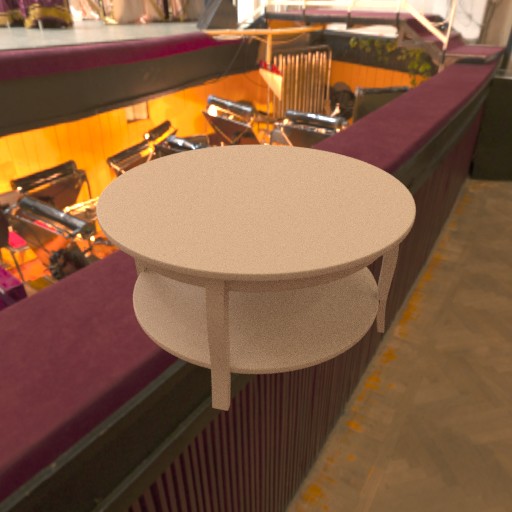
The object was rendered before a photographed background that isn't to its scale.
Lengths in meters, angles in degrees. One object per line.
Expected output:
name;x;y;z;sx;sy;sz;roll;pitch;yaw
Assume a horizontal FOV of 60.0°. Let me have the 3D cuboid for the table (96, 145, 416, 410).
table;0.000;0.000;1.437;0.910;0.457;0.910;0;31;0
